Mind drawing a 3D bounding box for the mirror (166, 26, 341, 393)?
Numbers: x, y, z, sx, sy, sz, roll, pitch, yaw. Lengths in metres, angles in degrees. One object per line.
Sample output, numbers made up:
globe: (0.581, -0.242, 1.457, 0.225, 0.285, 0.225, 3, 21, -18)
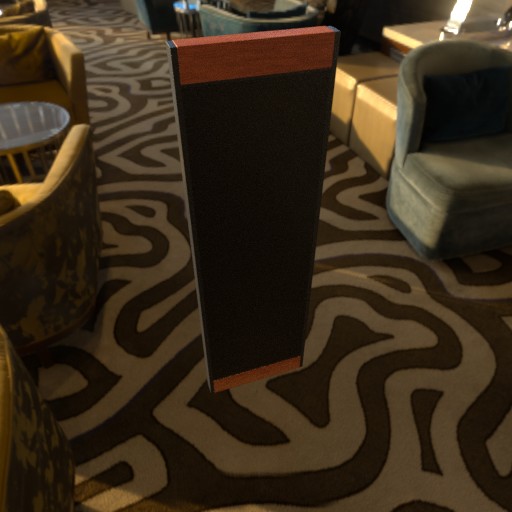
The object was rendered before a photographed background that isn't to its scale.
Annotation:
mirror: (0.000, 0.000, 1.223, 0.343, 1.123, 0.047, -13, 42, -14)
